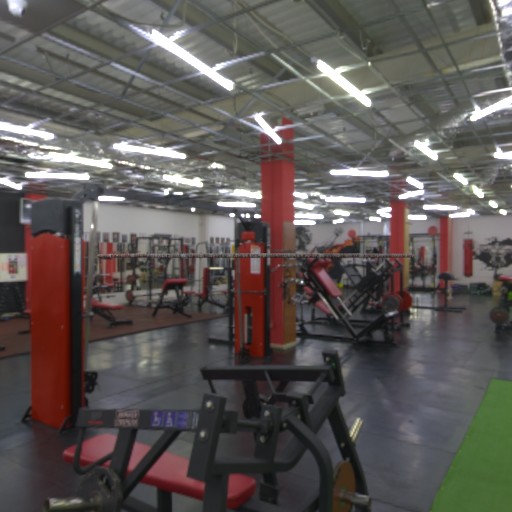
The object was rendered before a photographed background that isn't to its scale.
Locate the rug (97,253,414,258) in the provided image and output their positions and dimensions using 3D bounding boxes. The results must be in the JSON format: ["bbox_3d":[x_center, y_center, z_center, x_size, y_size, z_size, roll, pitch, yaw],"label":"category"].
[{"bbox_3d":[0.000,0.000,2.246,1.514,0.015,1.514,0,0,0],"label":"rug"}]
